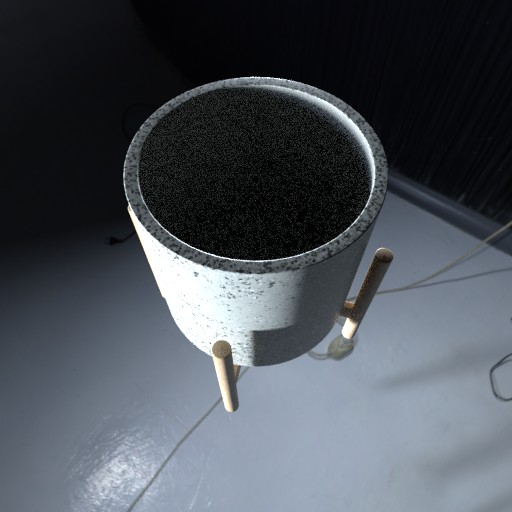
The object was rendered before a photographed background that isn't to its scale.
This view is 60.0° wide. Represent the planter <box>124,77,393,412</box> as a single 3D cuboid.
[{"bbox_3d":[0.000,0.000,0.691,0.360,0.419,0.360,32,63,18],"label":"planter"}]
